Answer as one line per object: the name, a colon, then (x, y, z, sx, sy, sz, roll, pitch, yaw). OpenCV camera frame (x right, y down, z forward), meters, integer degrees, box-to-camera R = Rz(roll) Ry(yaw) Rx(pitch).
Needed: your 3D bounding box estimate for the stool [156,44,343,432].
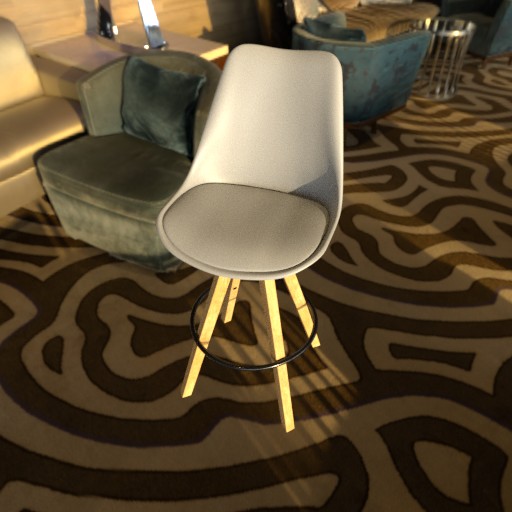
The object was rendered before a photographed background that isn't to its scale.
stool: (0.000, 0.000, 1.408, 0.485, 1.115, 0.550, 13, 41, 15)
